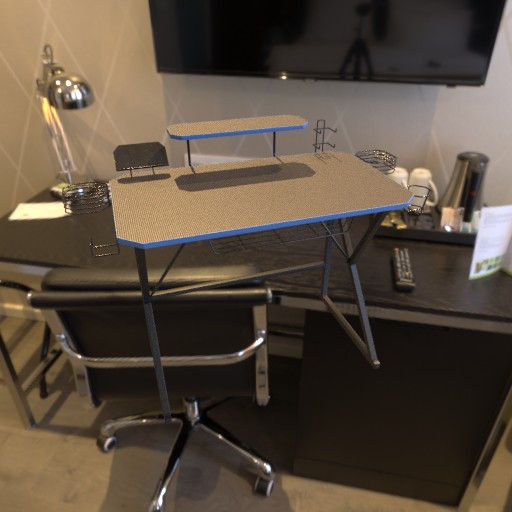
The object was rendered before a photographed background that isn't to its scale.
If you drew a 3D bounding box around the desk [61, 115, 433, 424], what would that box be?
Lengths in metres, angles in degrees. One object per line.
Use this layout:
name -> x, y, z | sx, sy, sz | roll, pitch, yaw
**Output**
desk -> 0.000, 0.000, 1.715 | 1.295, 0.909, 0.594 | -10, 33, -16
